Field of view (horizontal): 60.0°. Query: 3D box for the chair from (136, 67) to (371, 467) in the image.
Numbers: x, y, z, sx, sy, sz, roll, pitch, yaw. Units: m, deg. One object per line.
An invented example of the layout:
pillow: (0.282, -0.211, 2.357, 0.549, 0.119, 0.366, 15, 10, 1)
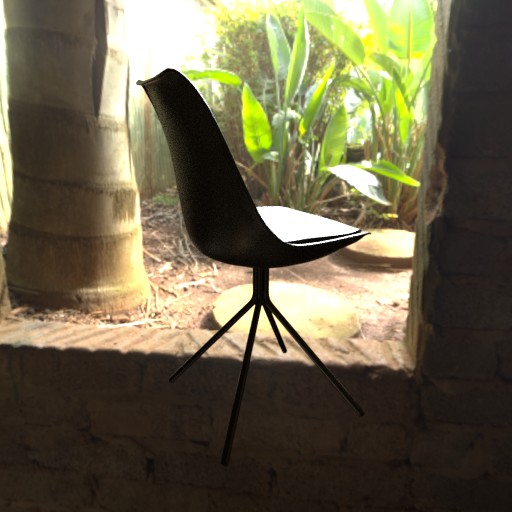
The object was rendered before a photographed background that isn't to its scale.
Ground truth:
chair: (0.000, 0.000, 1.146, 0.525, 0.850, 0.461, -8, 18, -26)
